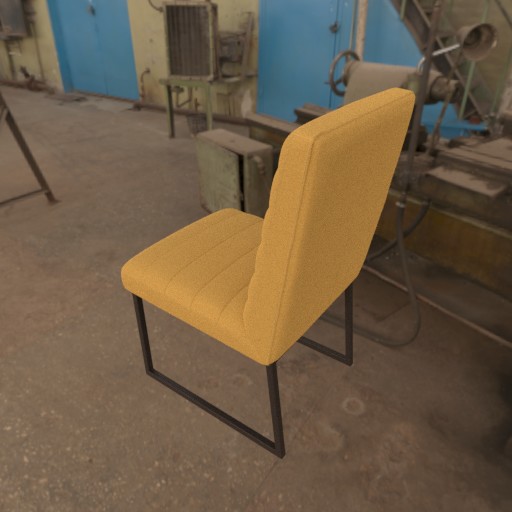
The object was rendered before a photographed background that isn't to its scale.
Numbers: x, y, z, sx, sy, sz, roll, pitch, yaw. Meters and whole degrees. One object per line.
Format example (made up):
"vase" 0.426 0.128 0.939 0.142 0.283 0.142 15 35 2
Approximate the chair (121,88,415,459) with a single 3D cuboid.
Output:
"chair" 0.000 0.000 1.297 0.634 0.930 0.520 20 36 30
